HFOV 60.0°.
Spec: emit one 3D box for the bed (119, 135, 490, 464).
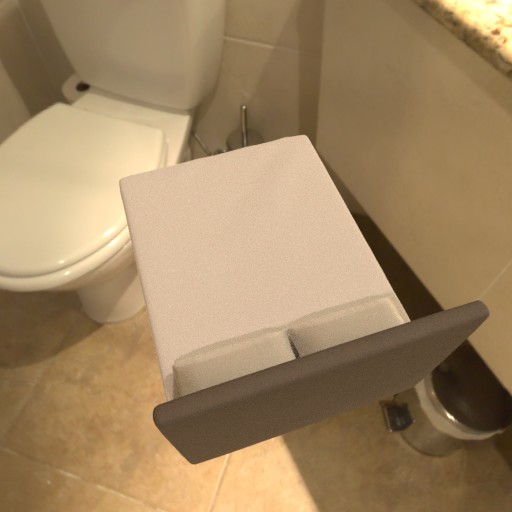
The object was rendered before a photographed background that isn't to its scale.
[{"bbox_3d":[0.000,0.000,3.057,1.723,1.330,2.142,-16,59,-10],"label":"bed"}]
